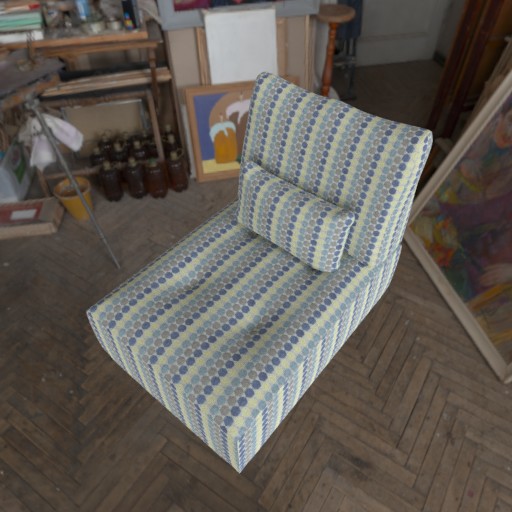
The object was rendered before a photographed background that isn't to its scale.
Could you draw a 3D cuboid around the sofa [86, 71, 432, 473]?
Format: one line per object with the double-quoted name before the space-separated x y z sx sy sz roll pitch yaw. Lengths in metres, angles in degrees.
"sofa" 0.000 0.000 1.551 0.700 0.820 1.000 31 54 26
